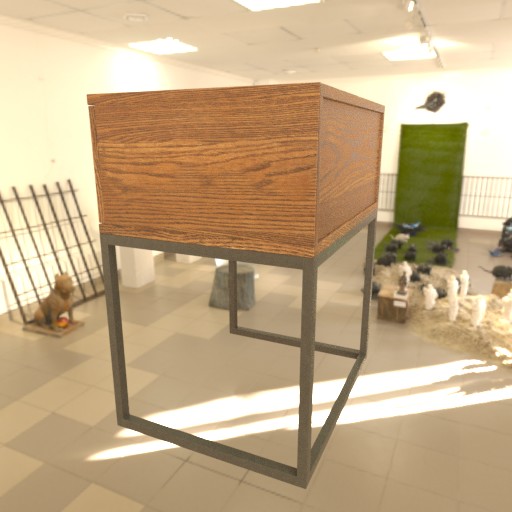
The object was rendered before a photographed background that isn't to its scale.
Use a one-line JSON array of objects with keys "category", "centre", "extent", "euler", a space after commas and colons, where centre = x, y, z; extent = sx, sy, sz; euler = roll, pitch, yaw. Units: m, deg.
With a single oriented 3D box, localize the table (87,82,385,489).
[{"category": "table", "centre": [0.000, 0.000, 0.921], "extent": [0.400, 0.610, 0.482], "euler": [7, 17, 24]}]
